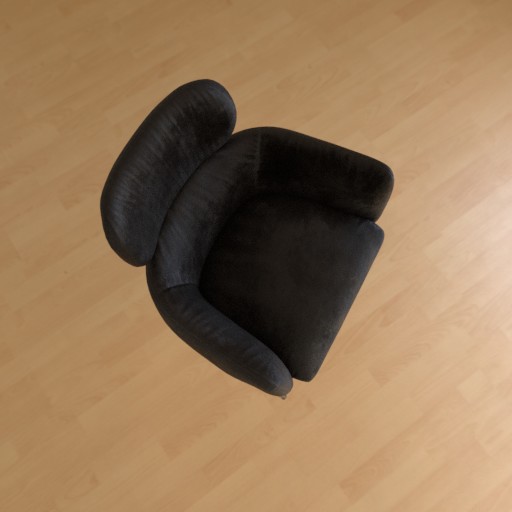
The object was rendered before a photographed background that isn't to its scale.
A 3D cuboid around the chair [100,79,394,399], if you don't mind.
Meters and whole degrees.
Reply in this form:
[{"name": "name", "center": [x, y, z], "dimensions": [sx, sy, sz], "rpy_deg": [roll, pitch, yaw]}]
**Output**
[{"name": "chair", "center": [0.000, 0.000, 1.270], "dimensions": [0.604, 0.818, 0.640], "rpy_deg": [28, 76, 8]}]
